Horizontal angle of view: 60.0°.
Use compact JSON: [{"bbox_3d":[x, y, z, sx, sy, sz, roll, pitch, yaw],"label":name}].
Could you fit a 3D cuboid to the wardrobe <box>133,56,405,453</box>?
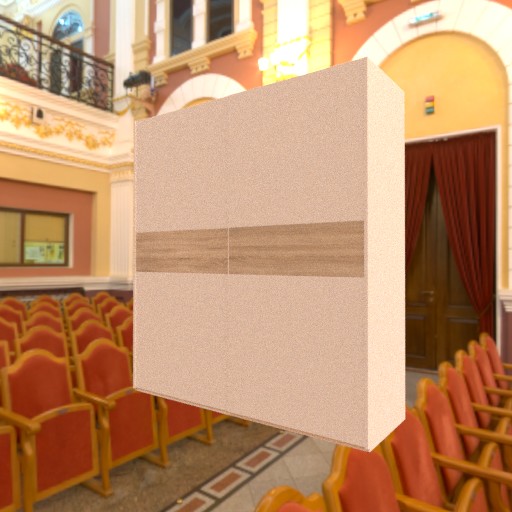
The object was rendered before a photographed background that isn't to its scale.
[{"bbox_3d":[0.000,0.000,3.025,1.830,2.020,0.600,0,-1,36],"label":"wardrobe"}]
